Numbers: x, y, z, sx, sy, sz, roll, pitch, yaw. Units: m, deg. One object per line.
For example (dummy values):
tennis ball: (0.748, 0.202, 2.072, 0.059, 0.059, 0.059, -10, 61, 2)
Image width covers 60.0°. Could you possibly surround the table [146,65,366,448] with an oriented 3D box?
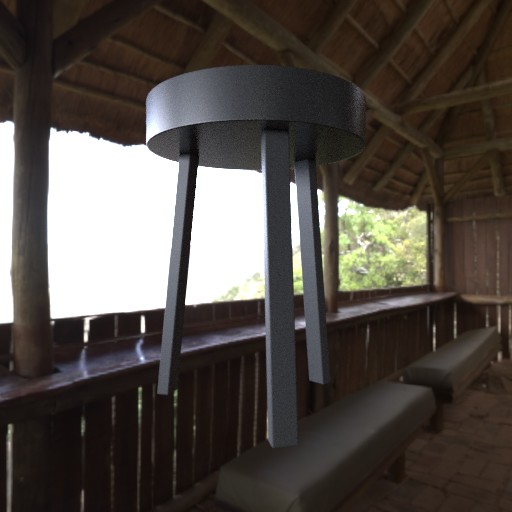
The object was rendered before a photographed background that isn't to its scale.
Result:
table: (0.000, 0.000, 0.848, 0.406, 0.559, 0.406, 0, 1, 0)
